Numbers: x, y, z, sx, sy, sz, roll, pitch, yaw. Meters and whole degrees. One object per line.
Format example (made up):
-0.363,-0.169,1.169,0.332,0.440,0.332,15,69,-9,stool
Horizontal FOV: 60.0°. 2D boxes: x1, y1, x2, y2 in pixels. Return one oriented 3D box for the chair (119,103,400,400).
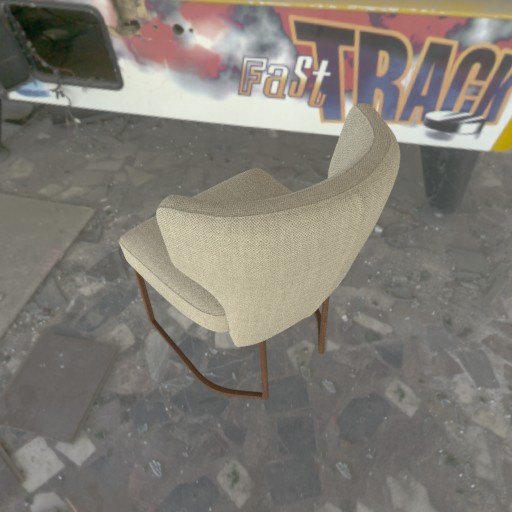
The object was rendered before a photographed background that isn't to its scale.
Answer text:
0.000,0.000,1.268,0.611,0.824,0.617,-32,55,-26,chair
